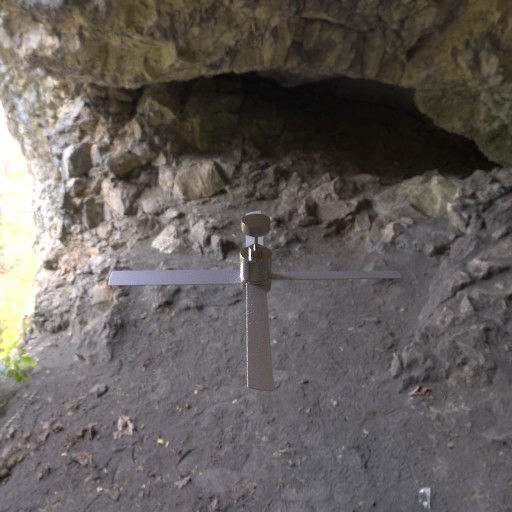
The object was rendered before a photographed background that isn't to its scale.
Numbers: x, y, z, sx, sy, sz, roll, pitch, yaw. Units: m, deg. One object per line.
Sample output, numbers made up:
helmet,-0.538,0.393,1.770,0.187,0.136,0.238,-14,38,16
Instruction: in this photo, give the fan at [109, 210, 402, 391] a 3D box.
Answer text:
fan,0.000,0.000,1.960,1.322,0.355,1.322,-1,32,-1
